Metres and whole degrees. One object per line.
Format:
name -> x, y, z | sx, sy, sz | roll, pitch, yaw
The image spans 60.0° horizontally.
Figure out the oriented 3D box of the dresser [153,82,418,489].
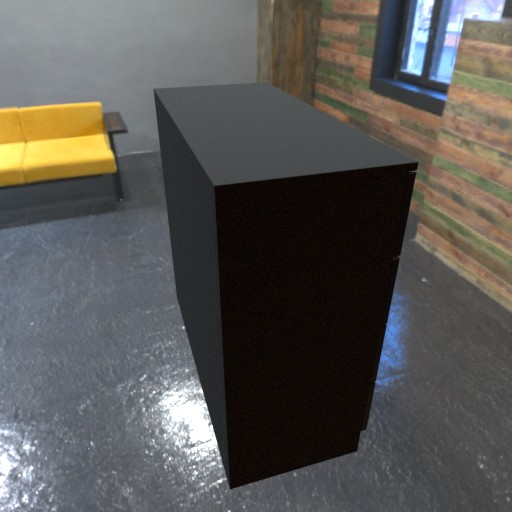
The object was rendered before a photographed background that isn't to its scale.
dresser -> 0.000, 0.000, 1.155 | 0.360, 0.720, 0.750 | -9, 32, -15
